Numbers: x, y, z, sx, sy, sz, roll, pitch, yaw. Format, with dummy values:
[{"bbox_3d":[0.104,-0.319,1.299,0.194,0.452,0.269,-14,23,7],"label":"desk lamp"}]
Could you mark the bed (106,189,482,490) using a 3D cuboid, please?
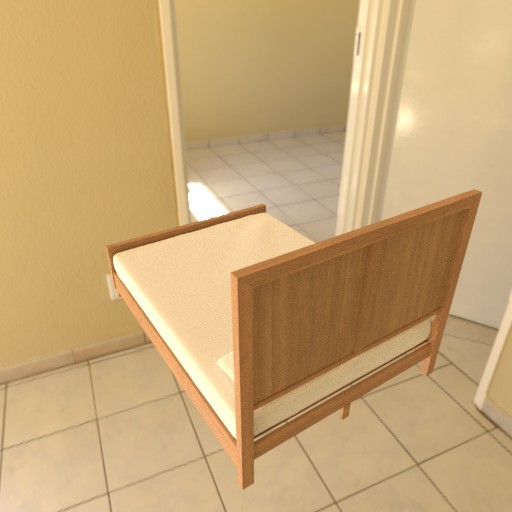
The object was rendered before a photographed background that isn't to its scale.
[{"bbox_3d":[0.000,0.000,3.245,1.606,1.387,2.184,-18,35,-28],"label":"bed"}]
